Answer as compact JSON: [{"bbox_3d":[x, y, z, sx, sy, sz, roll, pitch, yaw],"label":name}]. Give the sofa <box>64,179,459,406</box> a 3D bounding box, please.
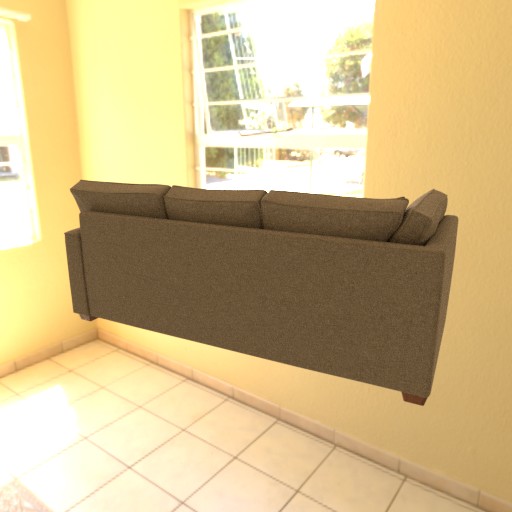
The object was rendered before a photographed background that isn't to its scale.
[{"bbox_3d":[0.000,0.000,2.881,2.317,0.962,1.061,8,17,26],"label":"sofa"}]
